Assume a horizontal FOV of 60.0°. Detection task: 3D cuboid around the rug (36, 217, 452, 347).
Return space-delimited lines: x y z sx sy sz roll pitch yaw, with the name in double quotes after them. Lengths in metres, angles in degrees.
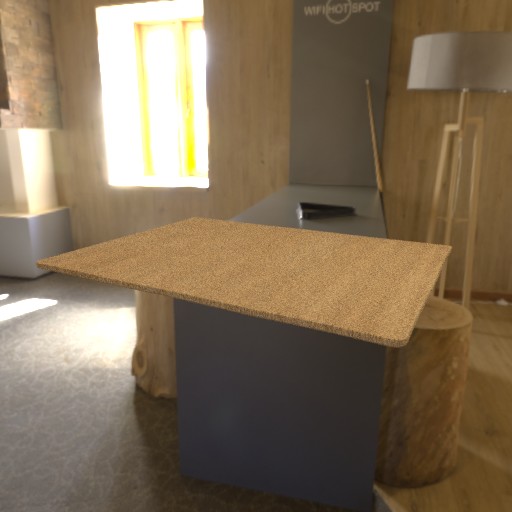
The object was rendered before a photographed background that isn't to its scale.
0.000 0.000 2.098 1.600 0.025 1.199 9 18 28 "rug"
